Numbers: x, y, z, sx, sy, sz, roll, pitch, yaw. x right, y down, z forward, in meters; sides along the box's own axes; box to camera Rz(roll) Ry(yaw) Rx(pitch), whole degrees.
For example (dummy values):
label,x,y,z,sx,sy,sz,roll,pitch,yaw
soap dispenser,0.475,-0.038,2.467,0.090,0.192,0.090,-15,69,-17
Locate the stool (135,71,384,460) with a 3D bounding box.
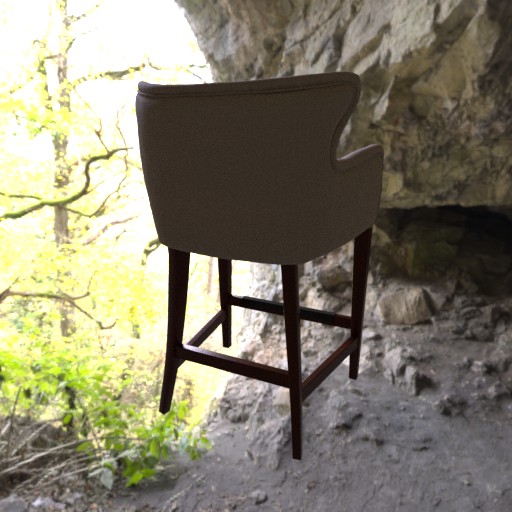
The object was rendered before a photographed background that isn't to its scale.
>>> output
label,x,y,z,sx,sy,sz,roll,pitch,yaw
stool,0.000,0.000,1.293,0.601,0.951,0.570,8,19,25
